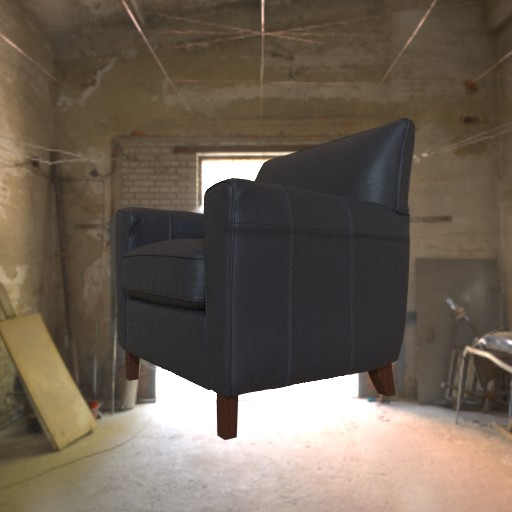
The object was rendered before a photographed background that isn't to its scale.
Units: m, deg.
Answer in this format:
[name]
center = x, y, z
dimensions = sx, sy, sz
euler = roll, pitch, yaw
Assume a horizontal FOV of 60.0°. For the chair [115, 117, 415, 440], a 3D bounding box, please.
[chair]
center = 0.000, 0.000, 1.618
dimensions = 0.825, 0.943, 0.870
euler = 1, -1, -36
